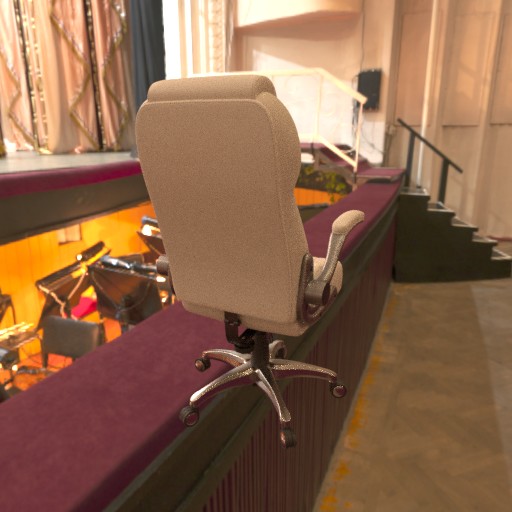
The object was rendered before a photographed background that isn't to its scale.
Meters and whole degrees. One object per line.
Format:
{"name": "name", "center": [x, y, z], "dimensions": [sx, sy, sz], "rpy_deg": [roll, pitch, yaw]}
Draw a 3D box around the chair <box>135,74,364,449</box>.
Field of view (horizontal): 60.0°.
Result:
{"name": "chair", "center": [0.000, 0.000, 1.839], "dimensions": [0.755, 1.330, 0.806], "rpy_deg": [9, 19, 27]}
